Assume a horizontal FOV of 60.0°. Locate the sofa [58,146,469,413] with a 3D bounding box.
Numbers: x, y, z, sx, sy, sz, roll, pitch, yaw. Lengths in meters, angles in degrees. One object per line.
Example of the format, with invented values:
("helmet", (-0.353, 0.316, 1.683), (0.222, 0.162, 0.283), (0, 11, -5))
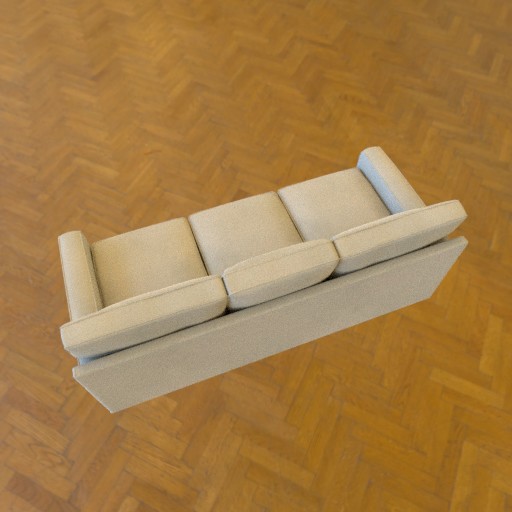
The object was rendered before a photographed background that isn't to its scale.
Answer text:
("sofa", (0.000, 0.000, 2.595), (2.088, 0.862, 0.935), (-18, 59, -11))
